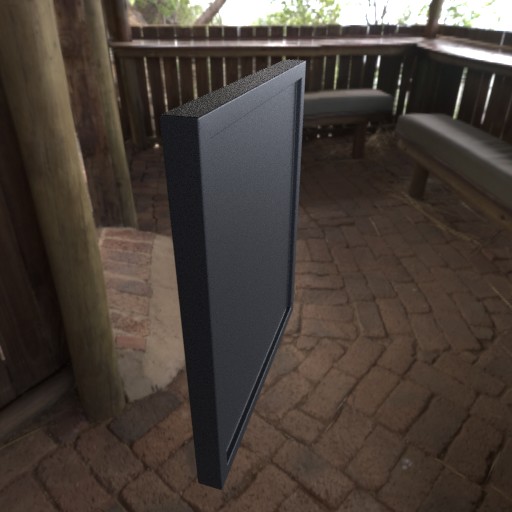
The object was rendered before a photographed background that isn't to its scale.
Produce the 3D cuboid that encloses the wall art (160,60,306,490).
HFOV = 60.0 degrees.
[{"bbox_3d":[0.000,0.000,0.508,0.028,0.381,0.328,9,31,15],"label":"wall art"}]
